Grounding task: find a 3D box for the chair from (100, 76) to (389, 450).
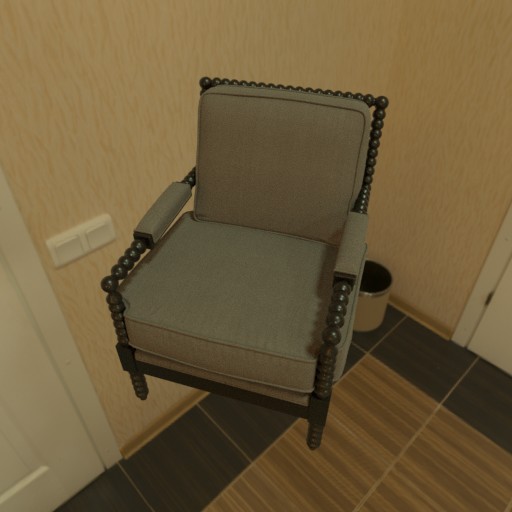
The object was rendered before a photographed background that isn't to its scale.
[{"bbox_3d":[0.000,0.000,1.122,0.540,0.661,0.622,11,42,13],"label":"chair"}]
